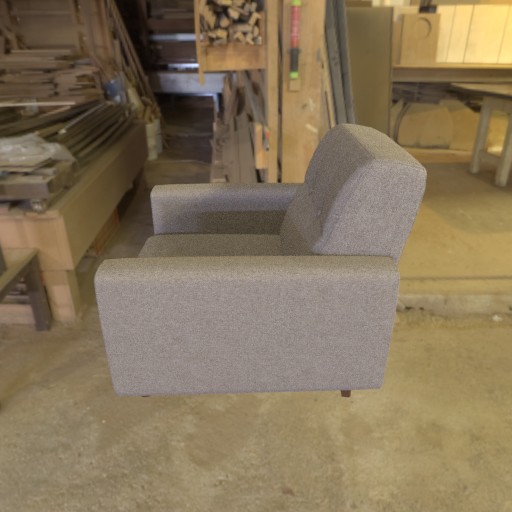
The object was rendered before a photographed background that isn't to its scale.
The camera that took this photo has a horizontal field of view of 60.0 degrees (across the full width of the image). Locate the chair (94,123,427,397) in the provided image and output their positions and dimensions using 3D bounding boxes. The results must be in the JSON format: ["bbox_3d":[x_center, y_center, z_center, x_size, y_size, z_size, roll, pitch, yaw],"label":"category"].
[{"bbox_3d":[0.000,0.000,1.579,0.907,0.839,0.831,0,26,0],"label":"chair"}]
